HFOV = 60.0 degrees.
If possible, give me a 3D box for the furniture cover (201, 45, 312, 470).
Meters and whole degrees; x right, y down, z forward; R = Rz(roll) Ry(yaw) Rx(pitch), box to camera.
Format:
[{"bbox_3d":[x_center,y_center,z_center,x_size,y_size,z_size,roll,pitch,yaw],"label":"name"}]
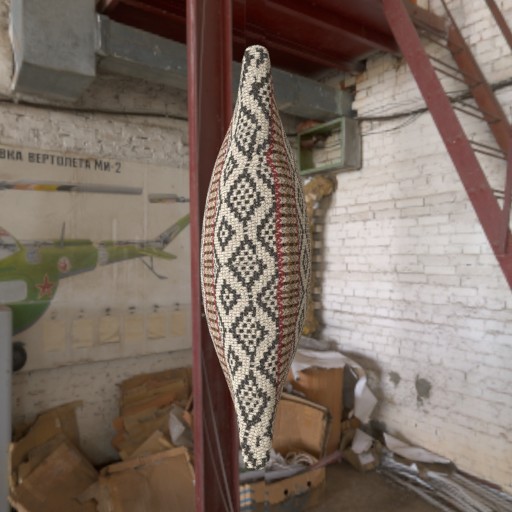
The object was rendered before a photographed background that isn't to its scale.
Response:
[{"bbox_3d":[0.000,0.000,0.770,0.182,0.506,0.503,0,0,0],"label":"furniture cover"}]
